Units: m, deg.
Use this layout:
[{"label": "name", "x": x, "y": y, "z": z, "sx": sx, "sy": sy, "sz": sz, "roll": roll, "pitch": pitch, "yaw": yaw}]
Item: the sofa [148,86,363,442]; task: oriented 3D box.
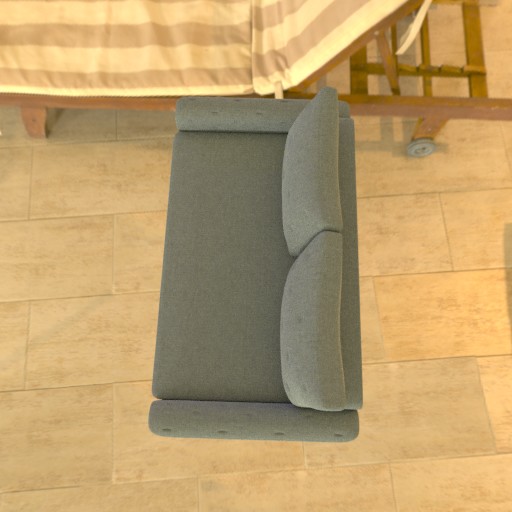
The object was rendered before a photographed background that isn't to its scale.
[{"label": "sofa", "x": 0.000, "y": 0.000, "z": 2.143, "sx": 0.920, "sy": 0.790, "sz": 1.650, "roll": 2, "pitch": 75, "yaw": 0}]
